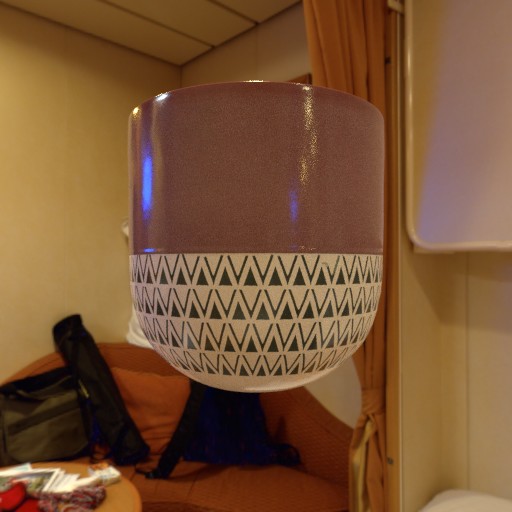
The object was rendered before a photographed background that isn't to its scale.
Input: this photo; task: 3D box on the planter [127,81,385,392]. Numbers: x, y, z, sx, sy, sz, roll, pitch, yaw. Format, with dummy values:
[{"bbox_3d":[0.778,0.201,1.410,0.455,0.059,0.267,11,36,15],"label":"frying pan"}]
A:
[{"bbox_3d":[0.000,0.000,0.476,0.266,0.270,0.266,0,-1,0],"label":"planter"}]
